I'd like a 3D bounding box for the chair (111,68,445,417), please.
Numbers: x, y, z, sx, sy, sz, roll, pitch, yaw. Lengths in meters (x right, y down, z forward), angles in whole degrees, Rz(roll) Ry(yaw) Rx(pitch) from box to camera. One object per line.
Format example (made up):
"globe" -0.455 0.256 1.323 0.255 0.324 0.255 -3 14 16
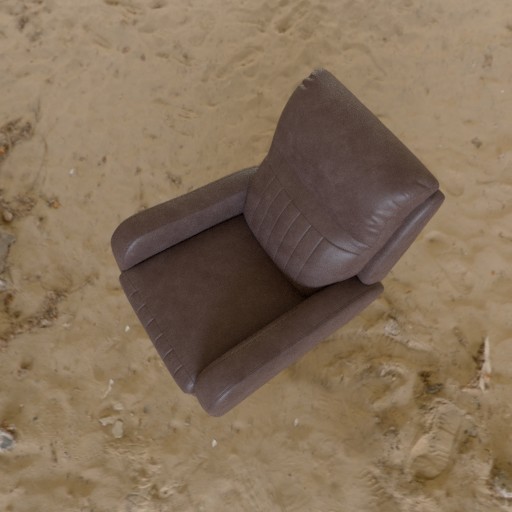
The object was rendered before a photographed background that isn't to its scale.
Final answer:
"chair" 0.000 0.000 1.825 1.067 1.067 0.865 -31 68 -14
